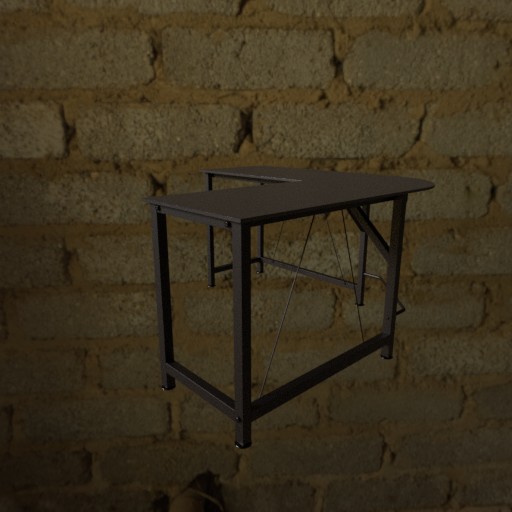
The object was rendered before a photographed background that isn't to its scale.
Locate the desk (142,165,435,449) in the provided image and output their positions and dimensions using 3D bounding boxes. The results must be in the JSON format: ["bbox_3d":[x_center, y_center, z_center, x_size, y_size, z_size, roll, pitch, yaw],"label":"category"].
[{"bbox_3d":[0.000,0.000,2.255,1.400,0.762,1.400,-14,21,-41],"label":"desk"}]
